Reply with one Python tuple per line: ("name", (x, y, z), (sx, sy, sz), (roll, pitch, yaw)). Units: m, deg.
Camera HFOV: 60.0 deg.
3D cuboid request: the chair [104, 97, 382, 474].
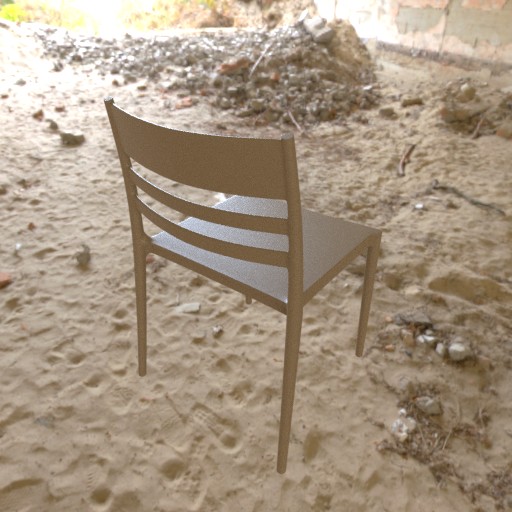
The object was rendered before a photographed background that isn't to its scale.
("chair", (0.000, 0.000, 1.149), (0.531, 0.800, 0.511), (22, 37, 32))
